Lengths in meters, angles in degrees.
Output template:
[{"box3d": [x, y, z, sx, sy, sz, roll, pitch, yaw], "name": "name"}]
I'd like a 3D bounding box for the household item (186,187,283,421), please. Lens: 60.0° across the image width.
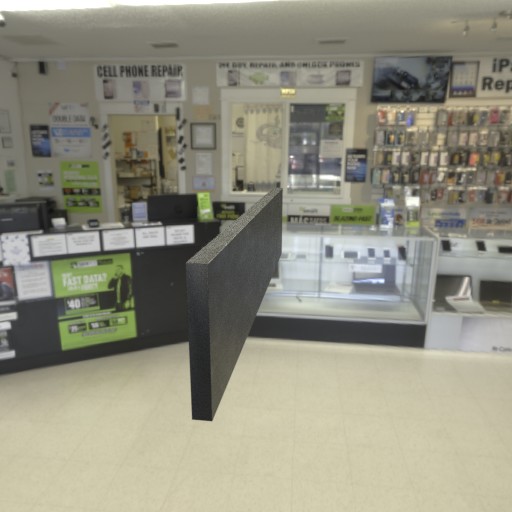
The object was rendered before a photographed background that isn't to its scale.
[{"box3d": [0.000, 0.000, 1.088, 0.030, 0.236, 1.001, 2, 15, 9], "name": "household item"}]
